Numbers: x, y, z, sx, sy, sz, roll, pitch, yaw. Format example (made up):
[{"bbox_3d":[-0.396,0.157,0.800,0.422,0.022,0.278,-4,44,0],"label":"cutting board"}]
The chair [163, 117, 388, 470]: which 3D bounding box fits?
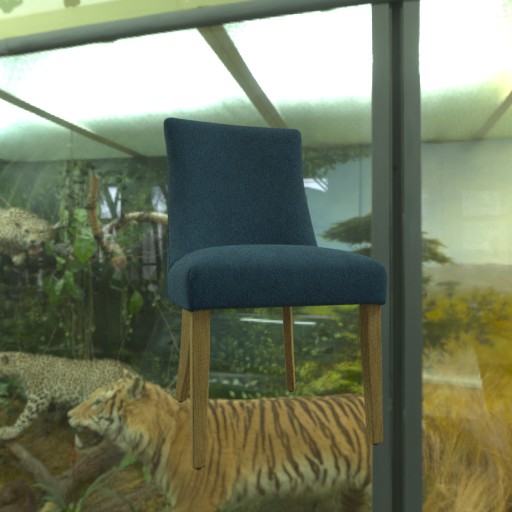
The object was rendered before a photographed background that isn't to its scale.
[{"bbox_3d":[0.000,0.000,1.262,0.495,0.902,0.609,0,-1,-17],"label":"chair"}]
